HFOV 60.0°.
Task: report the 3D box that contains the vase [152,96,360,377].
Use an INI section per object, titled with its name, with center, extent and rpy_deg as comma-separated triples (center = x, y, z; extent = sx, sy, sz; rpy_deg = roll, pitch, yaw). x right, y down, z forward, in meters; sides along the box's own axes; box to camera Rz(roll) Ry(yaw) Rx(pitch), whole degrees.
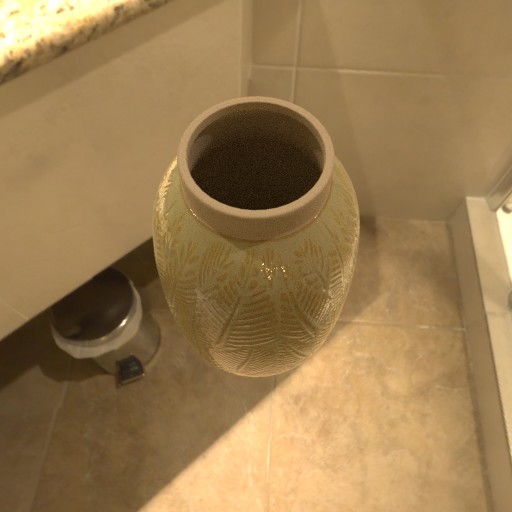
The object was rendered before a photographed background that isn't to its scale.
[vase]
center = 0.000, 0.000, 0.388
extent = 0.172, 0.270, 0.172
rpy_deg = 0, 62, 0
